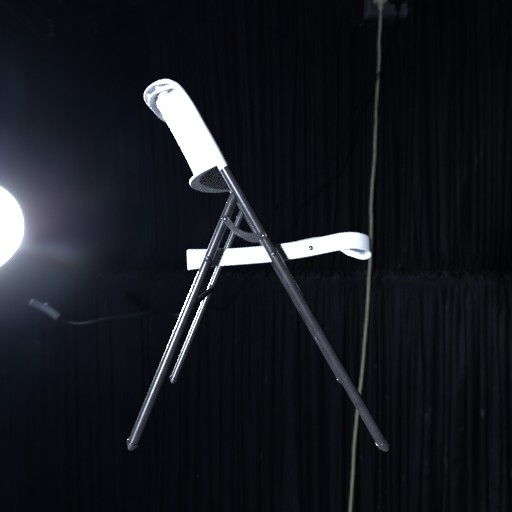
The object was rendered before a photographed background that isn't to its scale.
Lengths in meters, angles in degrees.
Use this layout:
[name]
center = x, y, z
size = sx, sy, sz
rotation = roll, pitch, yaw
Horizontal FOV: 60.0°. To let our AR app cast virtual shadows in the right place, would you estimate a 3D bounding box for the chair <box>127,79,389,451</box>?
[chair]
center = 0.000, 0.000, 1.166
size = 0.566, 0.810, 0.494
rotation = 0, 1, 0
